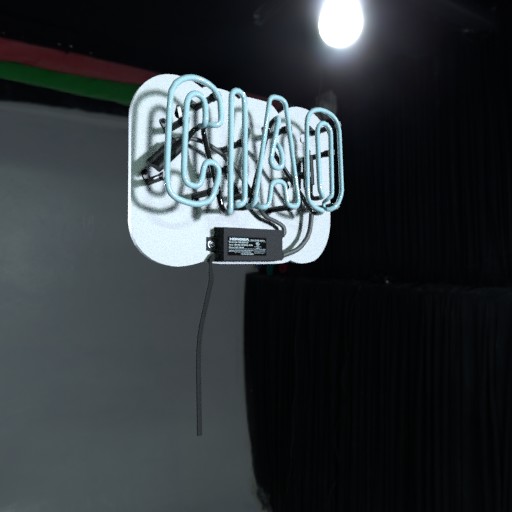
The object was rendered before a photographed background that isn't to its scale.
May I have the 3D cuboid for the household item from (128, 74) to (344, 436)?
[{"bbox_3d":[0.000,0.000,0.385,0.211,0.294,0.042,0,-1,-35],"label":"household item"}]
